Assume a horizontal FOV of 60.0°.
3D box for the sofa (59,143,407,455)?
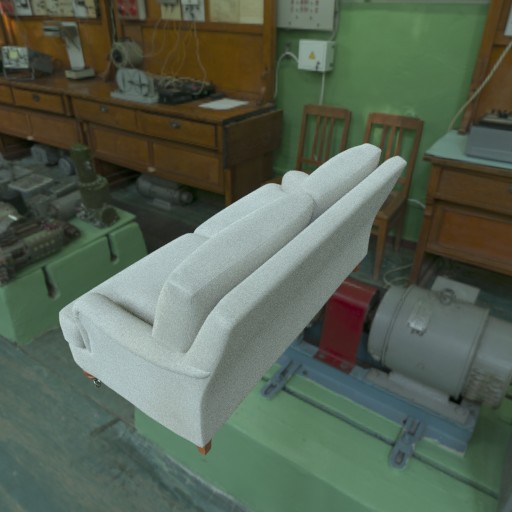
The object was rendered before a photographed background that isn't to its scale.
[{"bbox_3d":[0.000,0.000,2.649,1.091,0.997,2.070,18,36,28],"label":"sofa"}]
